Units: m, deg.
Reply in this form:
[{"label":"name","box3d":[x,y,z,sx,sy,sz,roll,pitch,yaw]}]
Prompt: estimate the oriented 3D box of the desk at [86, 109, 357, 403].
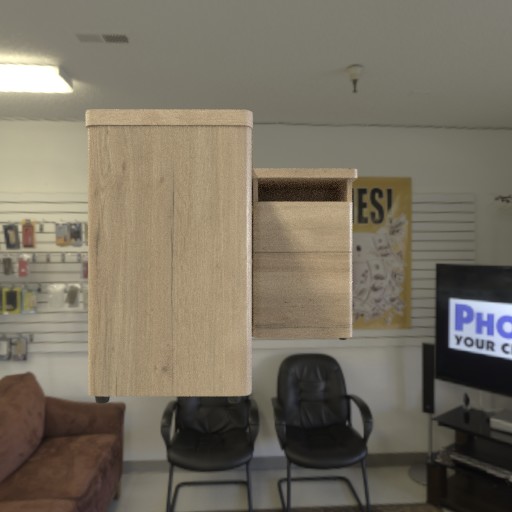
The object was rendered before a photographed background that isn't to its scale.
[{"label":"desk","box3d":[0.000,0.000,1.727,0.900,0.760,1.169,0,0,0]}]
